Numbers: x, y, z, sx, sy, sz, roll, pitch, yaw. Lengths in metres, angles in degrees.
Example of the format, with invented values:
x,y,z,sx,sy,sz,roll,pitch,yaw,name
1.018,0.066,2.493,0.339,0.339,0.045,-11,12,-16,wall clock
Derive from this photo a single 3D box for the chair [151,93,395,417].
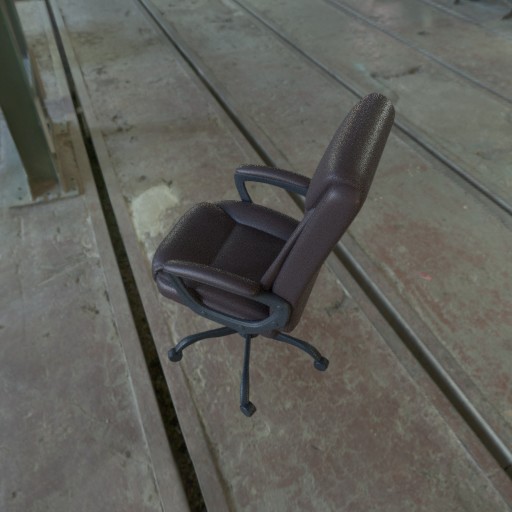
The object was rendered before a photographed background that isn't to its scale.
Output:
x,y,z,sx,sy,sz,roll,pitch,yaw,name
0.000,0.000,1.490,0.655,1.072,0.615,16,47,15,chair
